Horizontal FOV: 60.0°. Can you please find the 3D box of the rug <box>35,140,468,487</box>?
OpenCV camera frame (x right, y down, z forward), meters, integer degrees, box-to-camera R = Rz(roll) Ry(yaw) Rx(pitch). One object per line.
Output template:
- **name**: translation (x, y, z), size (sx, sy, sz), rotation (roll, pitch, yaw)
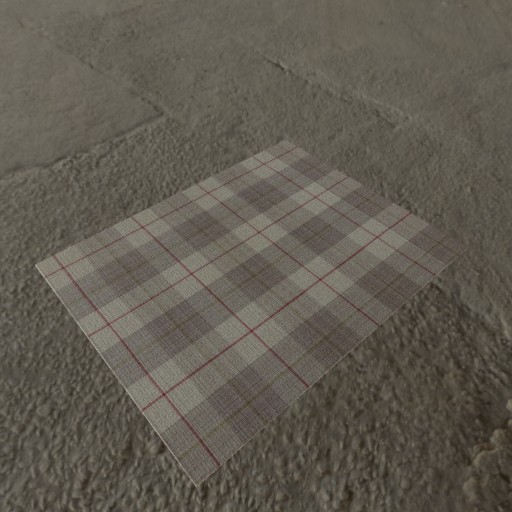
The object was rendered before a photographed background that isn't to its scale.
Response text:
- **rug**: translation (0.000, 0.000, 3.844), size (2.959, 0.016, 2.317), rotation (-33, 54, -27)
